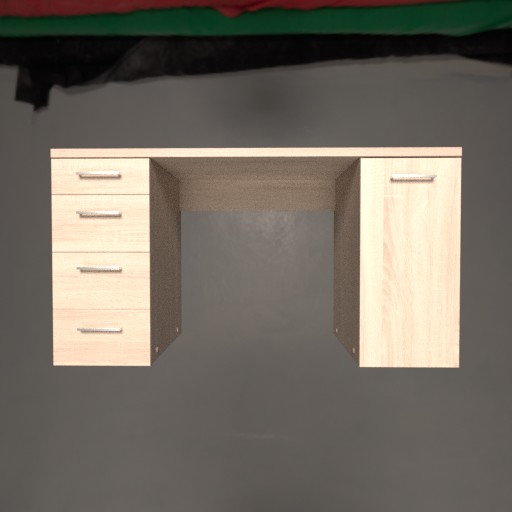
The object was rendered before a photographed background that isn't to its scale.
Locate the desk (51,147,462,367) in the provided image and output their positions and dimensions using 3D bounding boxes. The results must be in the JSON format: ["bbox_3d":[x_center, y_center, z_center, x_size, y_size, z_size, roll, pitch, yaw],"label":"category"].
[{"bbox_3d":[0.000,0.000,1.772,1.390,0.740,0.600,0,1,1],"label":"desk"}]
